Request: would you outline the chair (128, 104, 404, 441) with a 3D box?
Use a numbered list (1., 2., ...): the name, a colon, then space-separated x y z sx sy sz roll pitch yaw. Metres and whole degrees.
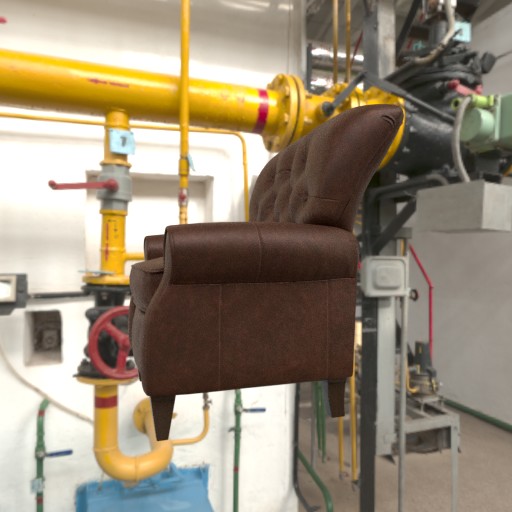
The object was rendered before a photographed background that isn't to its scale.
1. chair: 0.000 0.000 1.879 1.031 1.162 0.979 0 0 -19
